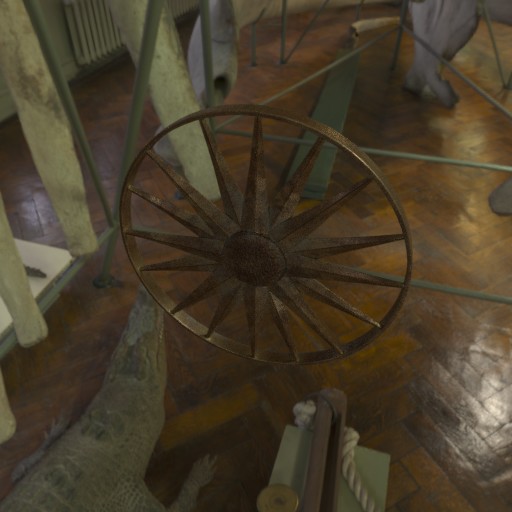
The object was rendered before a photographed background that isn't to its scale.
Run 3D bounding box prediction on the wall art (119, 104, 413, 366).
[{"bbox_3d":[0.000,0.000,0.873,0.582,0.583,0.084,12,43,13],"label":"wall art"}]
